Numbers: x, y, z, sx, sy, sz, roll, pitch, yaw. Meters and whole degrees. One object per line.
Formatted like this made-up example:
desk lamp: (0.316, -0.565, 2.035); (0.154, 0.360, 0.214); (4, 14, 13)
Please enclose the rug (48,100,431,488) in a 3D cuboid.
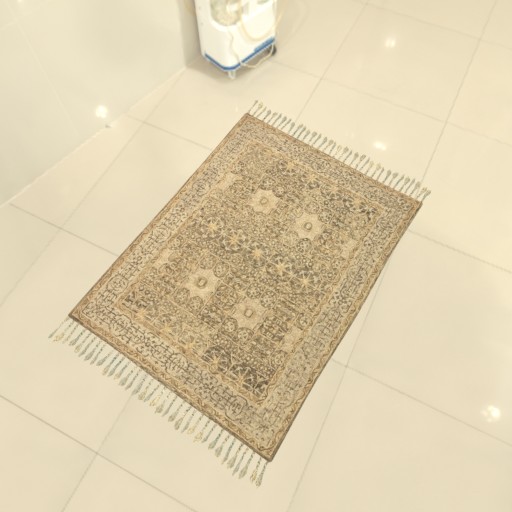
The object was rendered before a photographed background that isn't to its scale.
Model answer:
rug: (0.000, 0.000, 3.109); (1.619, 0.023, 2.465); (31, 68, 14)
